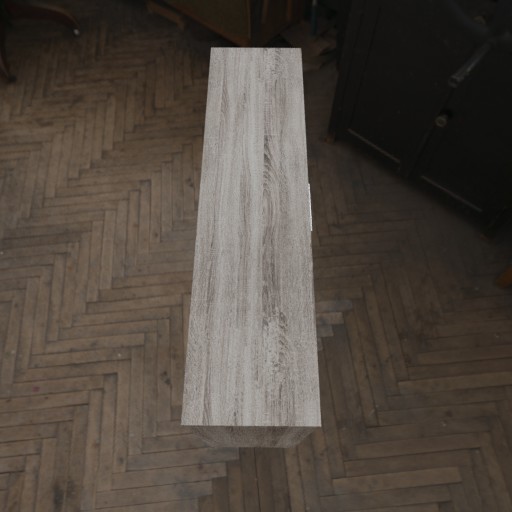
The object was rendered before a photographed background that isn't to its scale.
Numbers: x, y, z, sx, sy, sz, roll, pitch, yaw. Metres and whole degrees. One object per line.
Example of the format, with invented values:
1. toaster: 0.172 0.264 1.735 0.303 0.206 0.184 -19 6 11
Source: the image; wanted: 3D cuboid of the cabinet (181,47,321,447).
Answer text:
1. cabinet: 0.000 0.000 1.886 0.380 0.900 1.450 0 63 0
